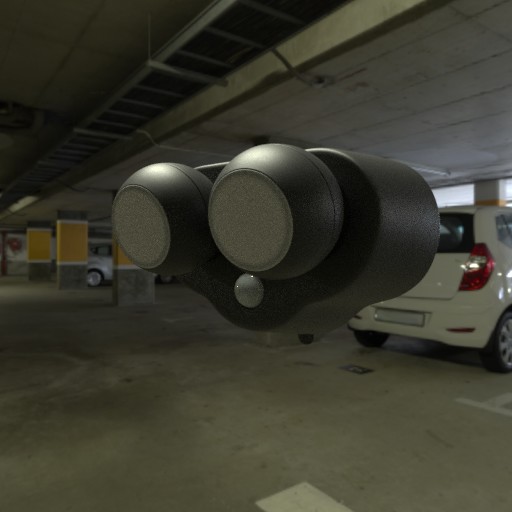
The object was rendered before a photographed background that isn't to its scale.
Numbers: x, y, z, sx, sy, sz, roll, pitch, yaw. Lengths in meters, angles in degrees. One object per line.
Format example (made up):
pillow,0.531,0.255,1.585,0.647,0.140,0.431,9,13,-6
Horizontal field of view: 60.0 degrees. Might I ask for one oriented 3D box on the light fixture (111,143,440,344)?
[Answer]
light fixture,0.000,0.000,0.336,0.229,0.159,0.159,0,0,36
